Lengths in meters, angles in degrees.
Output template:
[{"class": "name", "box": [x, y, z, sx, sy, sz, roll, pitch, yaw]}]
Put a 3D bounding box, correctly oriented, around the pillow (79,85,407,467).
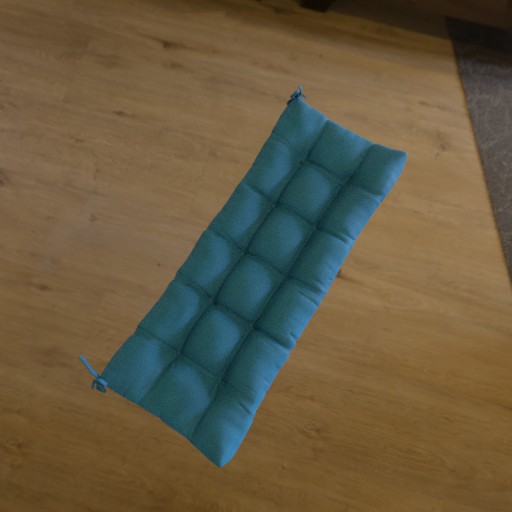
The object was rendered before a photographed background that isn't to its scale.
[{"class": "pillow", "box": [0.000, 0.000, 1.391, 0.511, 0.174, 1.194, 31, 77, 8]}]
